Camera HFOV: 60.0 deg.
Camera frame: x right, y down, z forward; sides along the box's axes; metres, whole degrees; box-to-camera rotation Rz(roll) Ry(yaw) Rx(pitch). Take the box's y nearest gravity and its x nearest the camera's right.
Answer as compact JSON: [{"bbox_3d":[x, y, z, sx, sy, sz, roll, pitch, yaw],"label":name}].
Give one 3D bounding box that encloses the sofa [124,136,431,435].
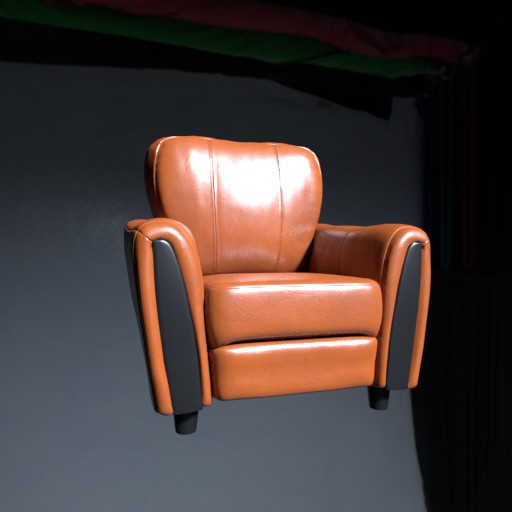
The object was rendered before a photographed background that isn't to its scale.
[{"bbox_3d":[0.000,0.000,1.467,0.836,0.876,0.789,0,0,-18],"label":"sofa"}]
